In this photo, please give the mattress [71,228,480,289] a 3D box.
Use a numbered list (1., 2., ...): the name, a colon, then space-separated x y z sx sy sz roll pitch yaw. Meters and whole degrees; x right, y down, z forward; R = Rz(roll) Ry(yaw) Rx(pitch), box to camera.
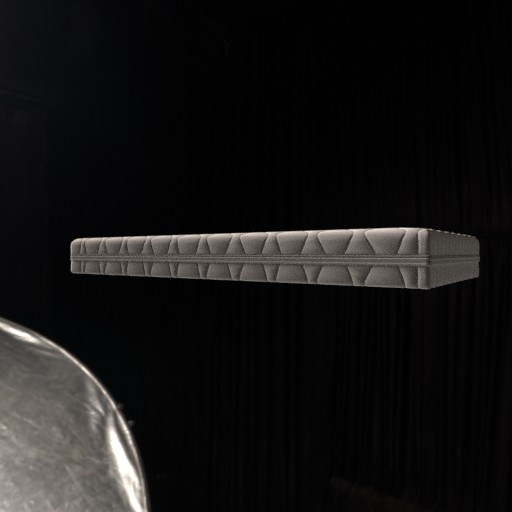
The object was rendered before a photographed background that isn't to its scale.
1. mattress: 0.000 0.000 2.340 2.000 0.200 0.900 0 0 36
